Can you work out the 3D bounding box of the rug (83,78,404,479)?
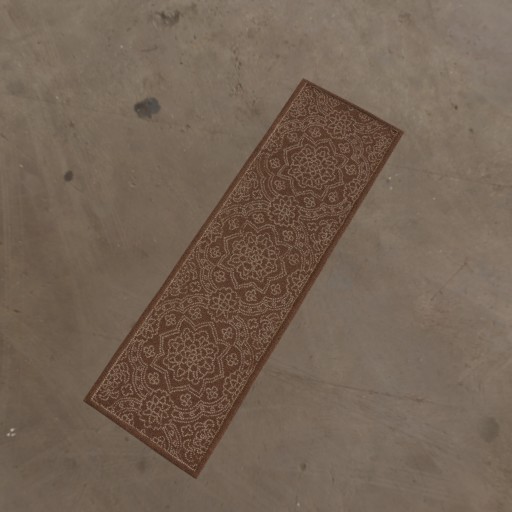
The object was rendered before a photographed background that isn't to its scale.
[{"bbox_3d":[0.000,0.000,2.685,0.769,0.012,2.448,31,78,7],"label":"rug"}]
